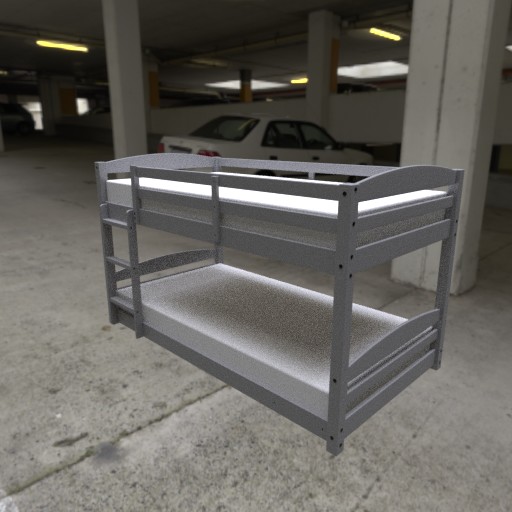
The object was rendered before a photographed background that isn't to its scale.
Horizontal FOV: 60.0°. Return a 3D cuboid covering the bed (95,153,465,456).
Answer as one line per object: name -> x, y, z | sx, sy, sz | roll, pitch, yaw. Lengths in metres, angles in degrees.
bed -> 0.000, 0.000, 2.790 | 2.013, 1.206, 1.105 | 15, 21, 43
